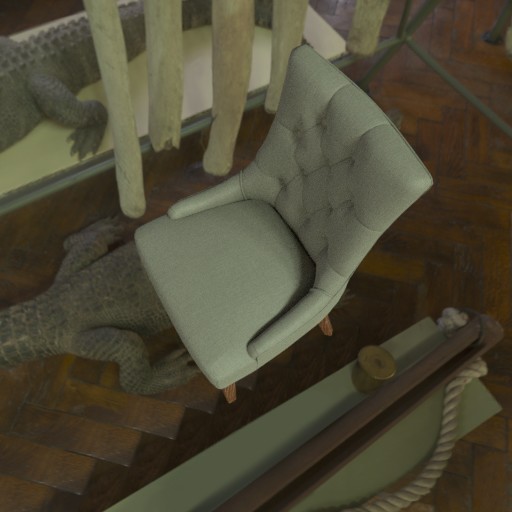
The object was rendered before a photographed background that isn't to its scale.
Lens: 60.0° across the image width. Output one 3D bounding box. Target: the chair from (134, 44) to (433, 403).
[{"bbox_3d":[0.000,0.000,1.224,0.565,0.874,0.509,-28,67,-13],"label":"chair"}]
